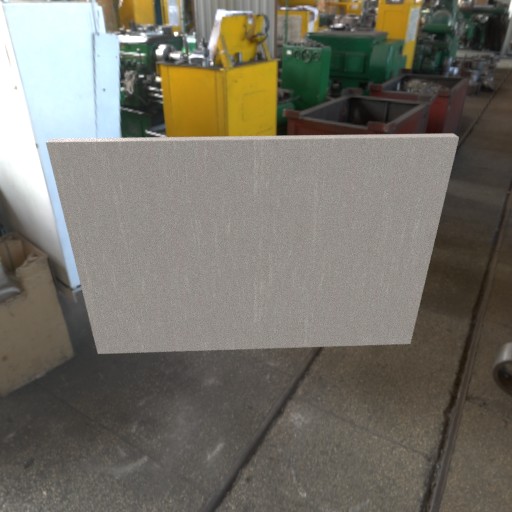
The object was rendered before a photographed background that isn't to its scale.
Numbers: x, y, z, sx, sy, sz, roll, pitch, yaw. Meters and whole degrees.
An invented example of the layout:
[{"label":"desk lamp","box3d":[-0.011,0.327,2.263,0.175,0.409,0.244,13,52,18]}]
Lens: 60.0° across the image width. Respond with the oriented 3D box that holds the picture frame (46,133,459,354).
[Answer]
[{"label":"picture frame","box3d":[0.000,0.000,1.195,0.950,0.640,0.029,-1,31,-2]}]
